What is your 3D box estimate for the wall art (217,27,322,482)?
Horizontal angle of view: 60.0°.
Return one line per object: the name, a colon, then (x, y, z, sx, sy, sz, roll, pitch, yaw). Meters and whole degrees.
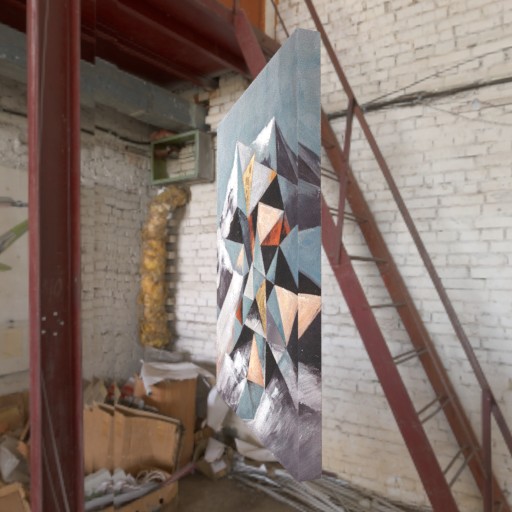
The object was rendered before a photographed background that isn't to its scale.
wall art: (0.000, 0.000, 0.814, 0.037, 0.613, 0.455, 0, -1, -19)
